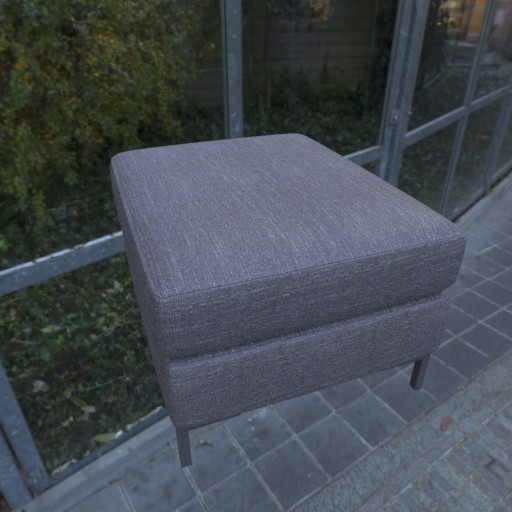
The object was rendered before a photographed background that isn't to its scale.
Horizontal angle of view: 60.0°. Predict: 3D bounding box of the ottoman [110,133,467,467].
[{"bbox_3d":[0.000,0.000,1.217,0.671,0.490,0.820,-11,32,-18],"label":"ottoman"}]
